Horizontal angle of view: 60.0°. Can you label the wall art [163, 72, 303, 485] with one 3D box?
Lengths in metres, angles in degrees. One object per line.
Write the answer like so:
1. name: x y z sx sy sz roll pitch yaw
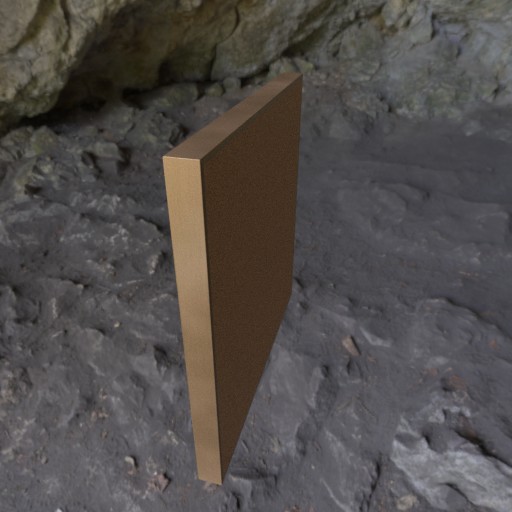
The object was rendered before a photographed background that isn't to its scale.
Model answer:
1. wall art: 0.000 0.000 0.757 0.038 0.511 0.513 8 32 14
